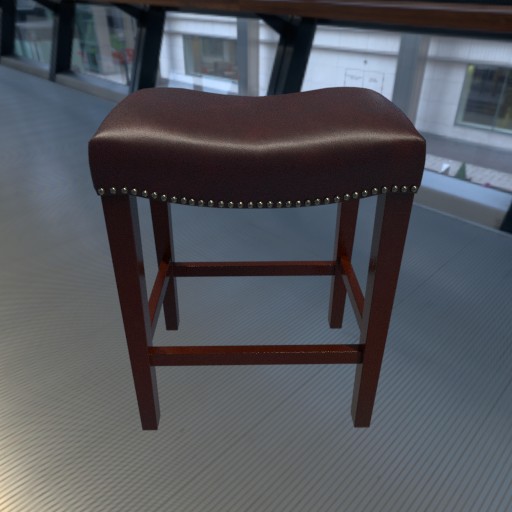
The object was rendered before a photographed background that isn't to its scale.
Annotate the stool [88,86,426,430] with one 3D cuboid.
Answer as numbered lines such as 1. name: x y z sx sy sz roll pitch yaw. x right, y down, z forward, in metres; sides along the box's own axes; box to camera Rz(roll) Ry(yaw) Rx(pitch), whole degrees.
1. stool: 0.000 0.000 0.946 0.504 0.657 0.372 -1 31 -1
